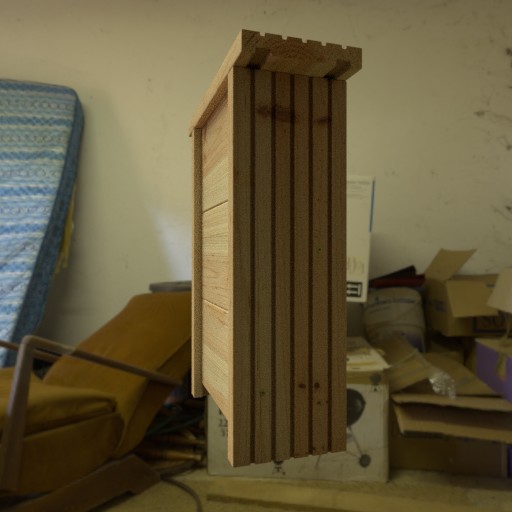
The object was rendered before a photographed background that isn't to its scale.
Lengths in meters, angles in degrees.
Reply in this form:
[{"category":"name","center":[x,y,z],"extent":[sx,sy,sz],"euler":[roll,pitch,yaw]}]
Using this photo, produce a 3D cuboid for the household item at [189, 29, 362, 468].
[{"category":"household item","center":[0.000,0.000,0.558],"extent":[0.123,0.407,0.301],"euler":[0,0,-18]}]
